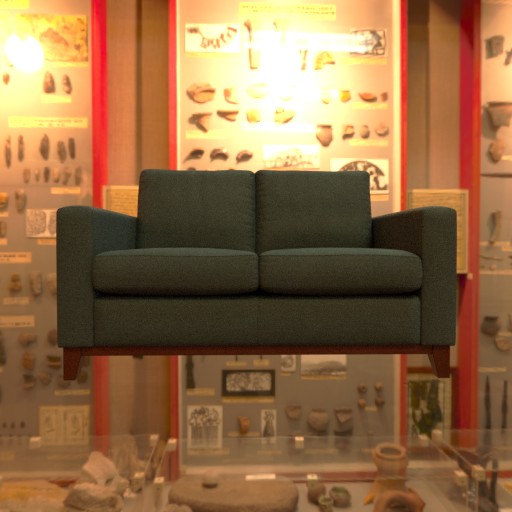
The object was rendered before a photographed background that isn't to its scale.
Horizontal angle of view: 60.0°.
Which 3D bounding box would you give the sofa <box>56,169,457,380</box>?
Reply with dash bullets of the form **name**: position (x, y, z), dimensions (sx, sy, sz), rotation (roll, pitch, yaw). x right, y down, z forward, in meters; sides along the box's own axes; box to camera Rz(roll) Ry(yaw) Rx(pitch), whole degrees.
- **sofa**: position (0.000, 0.000, 2.073), dimensions (1.489, 0.903, 0.955), rotation (0, 1, -1)
